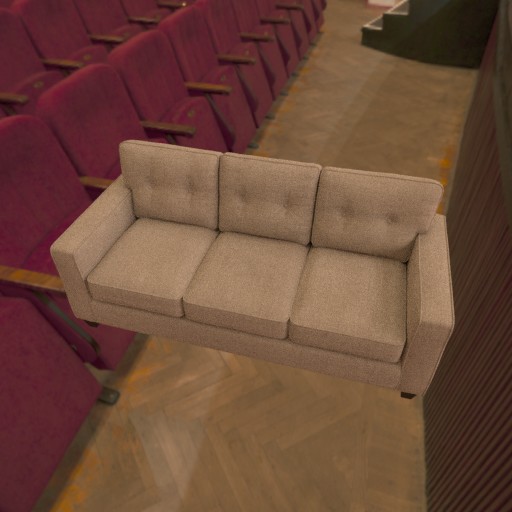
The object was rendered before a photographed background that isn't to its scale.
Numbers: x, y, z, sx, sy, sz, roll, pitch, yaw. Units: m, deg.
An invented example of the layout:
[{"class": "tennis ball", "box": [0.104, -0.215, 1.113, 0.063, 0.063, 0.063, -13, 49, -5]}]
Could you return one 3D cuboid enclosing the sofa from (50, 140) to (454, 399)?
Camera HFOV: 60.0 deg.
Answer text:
[{"class": "sofa", "box": [0.000, 0.000, 2.647, 2.133, 0.965, 0.939, 10, 42, 12]}]
